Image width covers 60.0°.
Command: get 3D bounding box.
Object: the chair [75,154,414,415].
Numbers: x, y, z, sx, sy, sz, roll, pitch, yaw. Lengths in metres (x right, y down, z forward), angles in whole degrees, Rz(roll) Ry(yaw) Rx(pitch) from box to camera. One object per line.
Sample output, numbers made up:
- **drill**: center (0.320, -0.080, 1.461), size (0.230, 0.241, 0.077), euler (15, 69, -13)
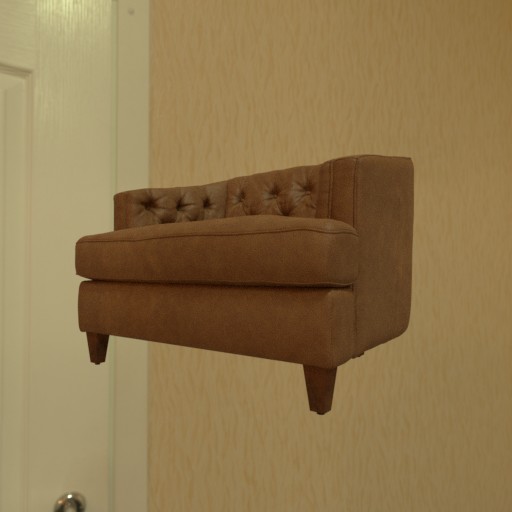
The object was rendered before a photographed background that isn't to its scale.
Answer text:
- **chair**: center (0.000, 0.000, 1.737), size (1.119, 0.836, 0.911), euler (-1, -2, 36)
